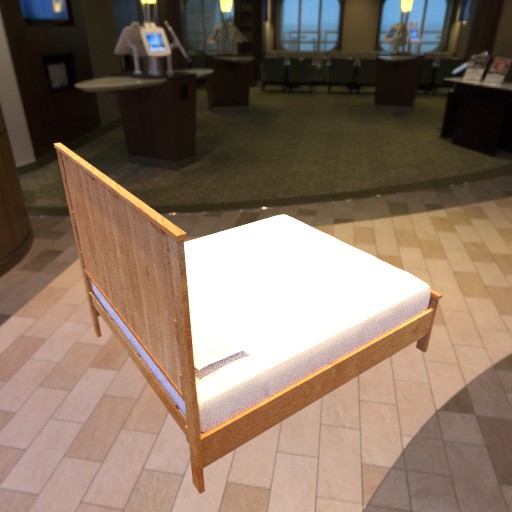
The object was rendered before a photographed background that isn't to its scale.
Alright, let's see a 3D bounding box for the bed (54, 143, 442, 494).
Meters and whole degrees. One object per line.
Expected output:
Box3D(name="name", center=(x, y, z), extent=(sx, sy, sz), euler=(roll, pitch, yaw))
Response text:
Box3D(name="bed", center=(0.000, 0.000, 3.984), extent=(2.530, 1.938, 2.225), euler=(-19, 33, -31))
